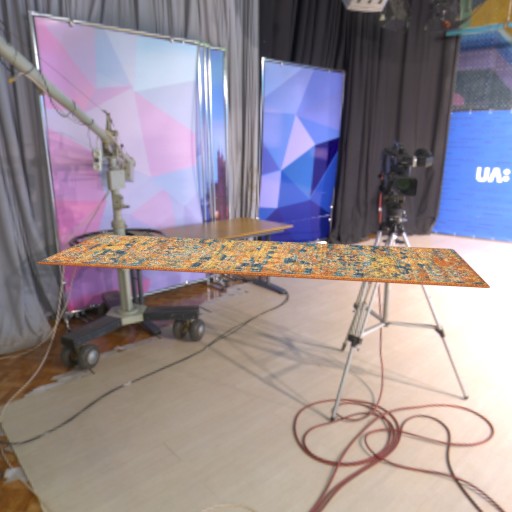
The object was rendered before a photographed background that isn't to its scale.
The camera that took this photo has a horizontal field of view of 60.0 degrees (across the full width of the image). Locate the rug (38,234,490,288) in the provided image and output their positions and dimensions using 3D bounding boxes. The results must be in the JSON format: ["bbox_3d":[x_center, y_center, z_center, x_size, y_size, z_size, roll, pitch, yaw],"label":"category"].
[{"bbox_3d":[0.000,0.000,2.502,2.274,0.016,0.651,3,16,9],"label":"rug"}]
